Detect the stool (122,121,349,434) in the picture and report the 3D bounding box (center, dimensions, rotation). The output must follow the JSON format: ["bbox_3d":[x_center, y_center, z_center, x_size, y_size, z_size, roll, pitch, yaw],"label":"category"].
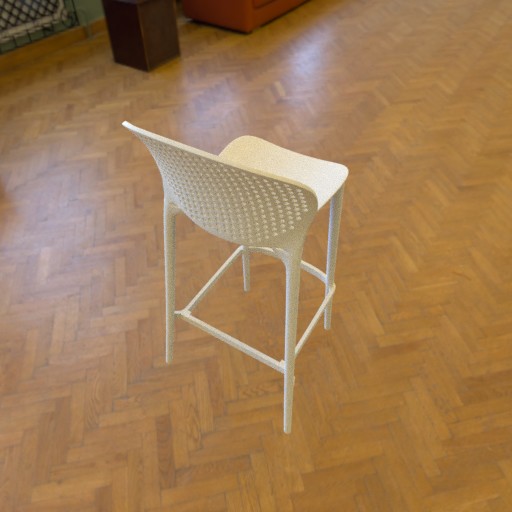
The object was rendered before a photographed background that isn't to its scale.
[{"bbox_3d":[0.000,0.000,1.351,0.536,1.045,0.535,24,50,21],"label":"stool"}]
